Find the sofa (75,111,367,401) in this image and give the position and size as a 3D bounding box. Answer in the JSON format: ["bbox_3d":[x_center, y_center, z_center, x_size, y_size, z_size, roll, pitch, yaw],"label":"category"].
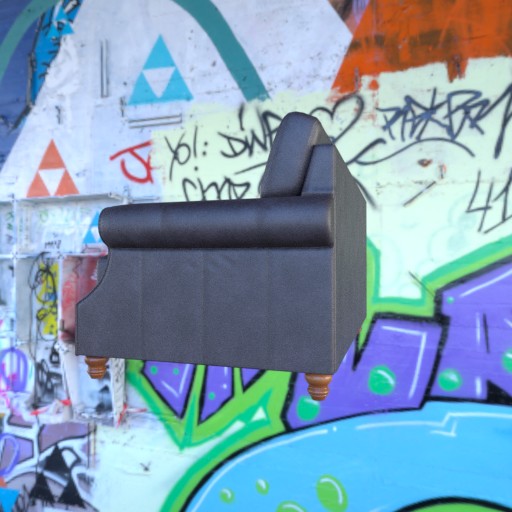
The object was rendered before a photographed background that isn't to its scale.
[{"bbox_3d":[0.000,0.000,2.304,1.030,0.979,1.663,0,0,18],"label":"sofa"}]
